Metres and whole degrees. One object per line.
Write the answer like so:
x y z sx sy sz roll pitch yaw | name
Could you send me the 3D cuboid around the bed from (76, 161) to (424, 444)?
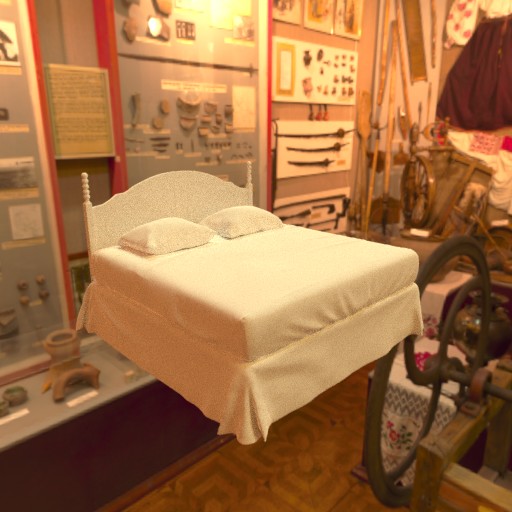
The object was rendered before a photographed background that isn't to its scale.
0.000 0.000 3.718 2.322 1.355 2.219 -15 22 -42 | bed
